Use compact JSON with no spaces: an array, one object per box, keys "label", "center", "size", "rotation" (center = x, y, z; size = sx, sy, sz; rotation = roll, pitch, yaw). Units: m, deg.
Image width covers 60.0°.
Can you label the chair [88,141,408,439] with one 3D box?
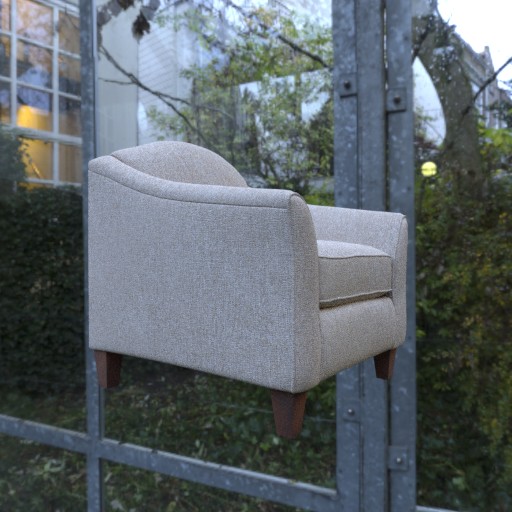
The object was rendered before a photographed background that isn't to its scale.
[{"label":"chair","center":[0.000,0.000,1.466],"size":[0.787,0.839,0.763],"rotation":[0,0,37]}]
